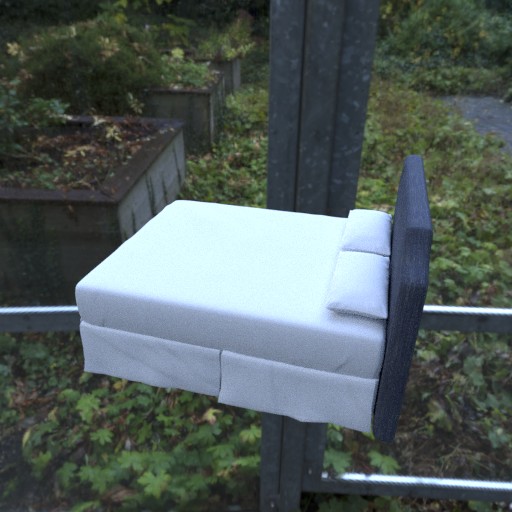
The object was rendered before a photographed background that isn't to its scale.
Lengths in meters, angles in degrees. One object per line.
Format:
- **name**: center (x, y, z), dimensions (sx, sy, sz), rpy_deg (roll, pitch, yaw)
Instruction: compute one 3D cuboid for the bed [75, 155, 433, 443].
- **bed**: center (0.000, 0.000, 3.179), dimensions (2.116, 1.290, 1.693), rpy_deg (8, 30, 14)
